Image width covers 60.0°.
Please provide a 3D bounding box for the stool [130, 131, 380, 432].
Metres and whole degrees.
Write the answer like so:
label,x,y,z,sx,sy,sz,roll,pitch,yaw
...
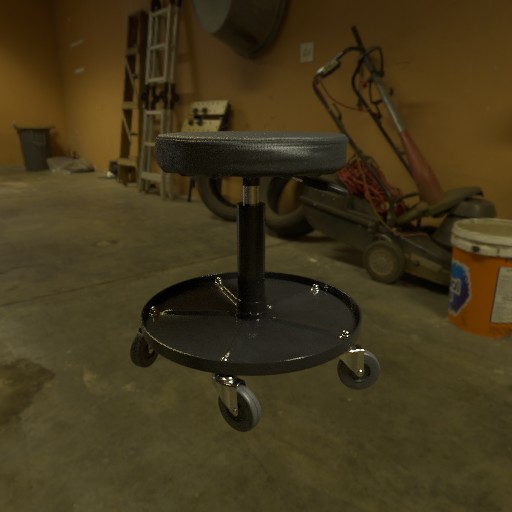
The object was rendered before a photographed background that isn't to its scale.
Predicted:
label,x,y,z,sx,sy,sz,roll,pitch,yaw
stool,0.000,0.000,0.684,0.382,0.365,0.381,2,17,7
